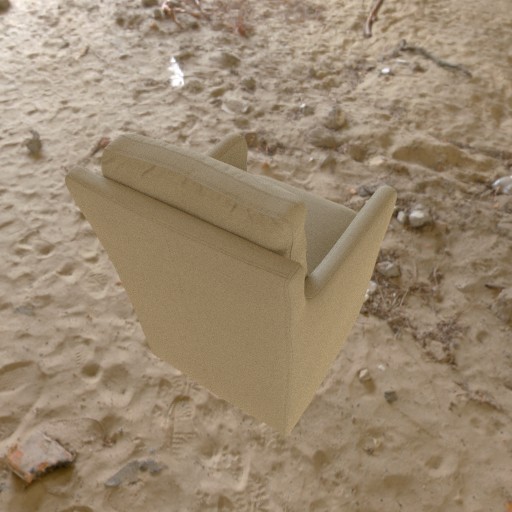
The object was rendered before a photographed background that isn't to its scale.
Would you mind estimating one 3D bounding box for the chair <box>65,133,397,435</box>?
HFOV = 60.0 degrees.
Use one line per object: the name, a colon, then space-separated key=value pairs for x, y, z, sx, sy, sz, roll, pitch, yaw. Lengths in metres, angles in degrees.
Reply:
chair: x=0.000 y=0.000 z=1.357 sx=0.626 sy=0.914 sz=0.694 roll=25 pitch=51 yaw=22
